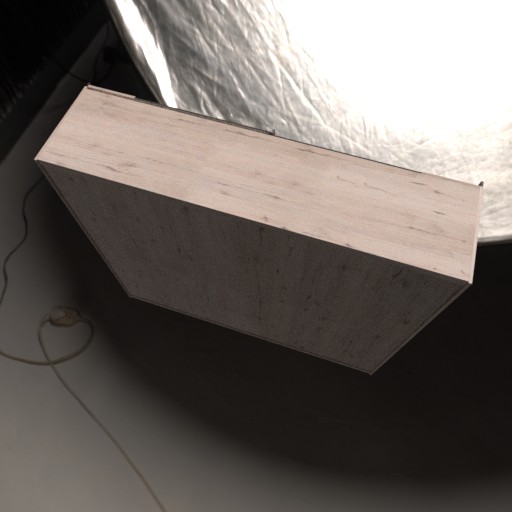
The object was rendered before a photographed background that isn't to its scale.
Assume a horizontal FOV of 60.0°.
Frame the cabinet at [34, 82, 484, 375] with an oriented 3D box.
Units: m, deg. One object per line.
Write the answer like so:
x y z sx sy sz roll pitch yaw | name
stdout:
0.000 0.000 3.513 2.500 2.180 0.660 16 64 8 | cabinet
